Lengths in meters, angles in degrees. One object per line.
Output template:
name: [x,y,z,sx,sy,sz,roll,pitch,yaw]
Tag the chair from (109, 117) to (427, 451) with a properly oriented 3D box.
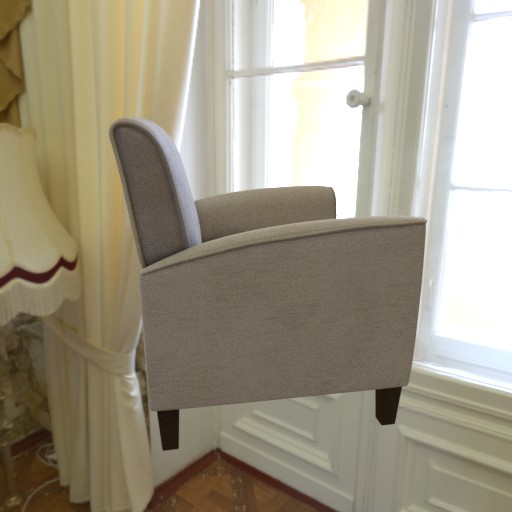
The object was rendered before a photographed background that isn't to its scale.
chair: [0.000,0.000,1.547,0.821,0.915,0.820,-3,16,-9]
